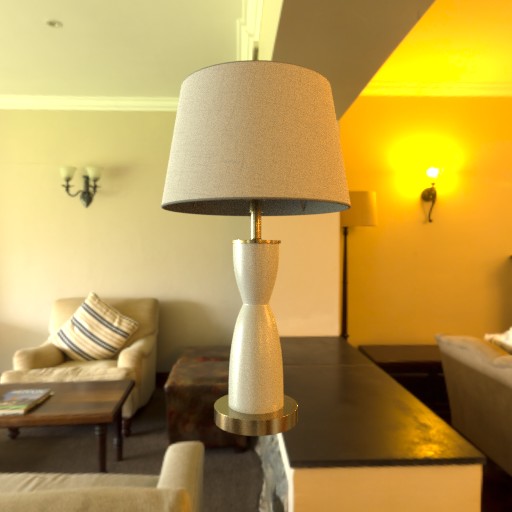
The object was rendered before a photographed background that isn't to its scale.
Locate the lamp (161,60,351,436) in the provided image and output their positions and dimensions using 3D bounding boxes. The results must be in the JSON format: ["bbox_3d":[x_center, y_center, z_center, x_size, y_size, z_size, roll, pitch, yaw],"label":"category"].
[{"bbox_3d":[0.000,0.000,0.738,0.309,0.545,0.309,0,1,0],"label":"lamp"}]
